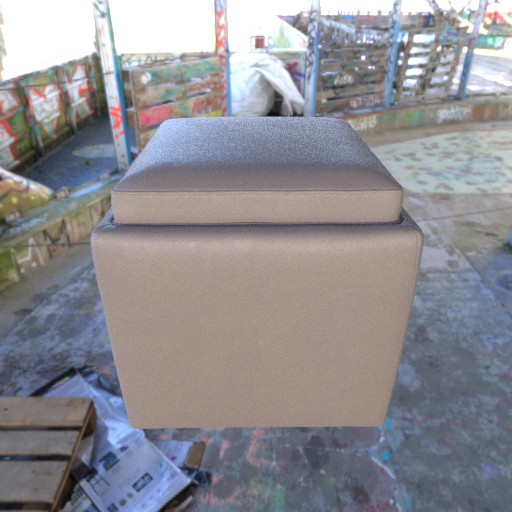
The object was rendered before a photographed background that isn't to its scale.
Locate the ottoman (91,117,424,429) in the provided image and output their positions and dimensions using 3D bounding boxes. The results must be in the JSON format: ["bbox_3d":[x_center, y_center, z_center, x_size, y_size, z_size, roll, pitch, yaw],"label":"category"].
[{"bbox_3d":[0.000,0.000,0.834,0.451,0.460,0.450,0,30,-1],"label":"ottoman"}]
